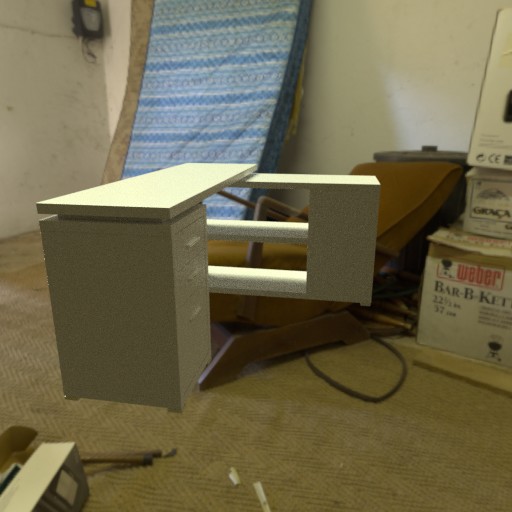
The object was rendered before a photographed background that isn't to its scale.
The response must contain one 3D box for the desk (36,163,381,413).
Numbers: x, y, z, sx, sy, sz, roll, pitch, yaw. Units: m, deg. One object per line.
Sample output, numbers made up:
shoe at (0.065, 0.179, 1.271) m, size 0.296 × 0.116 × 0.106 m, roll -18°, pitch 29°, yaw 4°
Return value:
desk at (0.000, 0.000, 2.186) m, size 1.200 × 0.753 × 1.524 m, roll 3°, pitch 17°, yaw 10°
